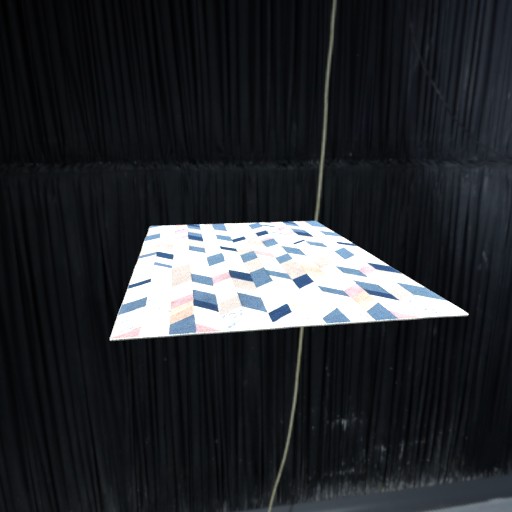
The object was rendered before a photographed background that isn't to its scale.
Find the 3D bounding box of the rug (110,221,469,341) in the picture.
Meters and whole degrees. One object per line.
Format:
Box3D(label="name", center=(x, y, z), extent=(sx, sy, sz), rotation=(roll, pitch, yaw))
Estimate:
Box3D(label="rug", center=(0.000, 0.000, 2.302), extent=(1.202, 0.006, 1.813), rotation=(-2, 15, -9))
